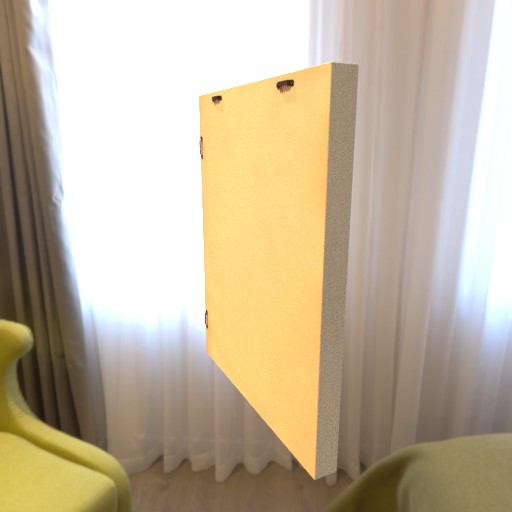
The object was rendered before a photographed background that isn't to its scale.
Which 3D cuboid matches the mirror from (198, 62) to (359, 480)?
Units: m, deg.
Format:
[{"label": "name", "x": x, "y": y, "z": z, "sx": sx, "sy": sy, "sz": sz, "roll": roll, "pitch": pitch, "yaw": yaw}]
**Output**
[{"label": "mirror", "x": 0.000, "y": 0.000, "z": 0.698, "sx": 0.041, "sy": 0.509, "sz": 0.406, "roll": -7, "pitch": 16, "yaw": -26}]
